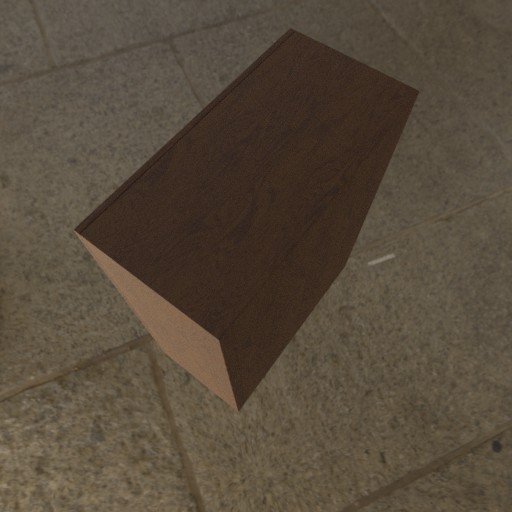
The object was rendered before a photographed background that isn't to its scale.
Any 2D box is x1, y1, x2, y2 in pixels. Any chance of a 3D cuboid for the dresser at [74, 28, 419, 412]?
[{"bbox_3d":[0.000,0.000,1.830,0.516,1.320,0.964,34,68,15],"label":"dresser"}]
